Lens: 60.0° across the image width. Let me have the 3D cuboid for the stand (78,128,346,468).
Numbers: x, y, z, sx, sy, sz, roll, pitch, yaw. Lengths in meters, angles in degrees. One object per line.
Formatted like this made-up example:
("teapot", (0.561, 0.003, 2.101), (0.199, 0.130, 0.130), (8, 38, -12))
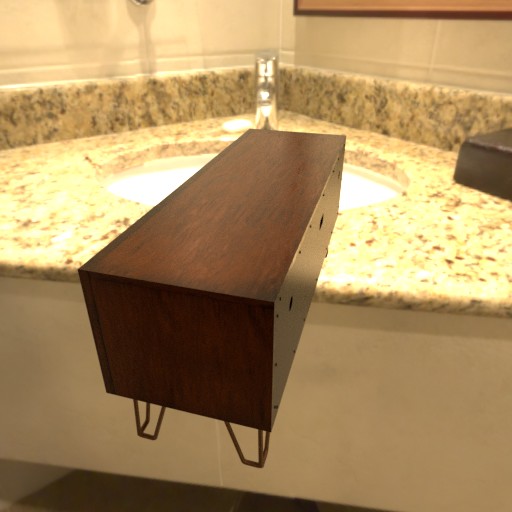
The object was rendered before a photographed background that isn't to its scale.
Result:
("stand", (0.000, 0.000, 1.690), (0.481, 0.610, 1.372), (8, 31, 14))
